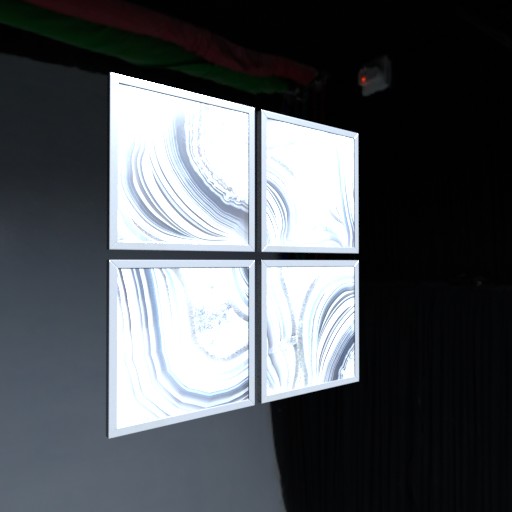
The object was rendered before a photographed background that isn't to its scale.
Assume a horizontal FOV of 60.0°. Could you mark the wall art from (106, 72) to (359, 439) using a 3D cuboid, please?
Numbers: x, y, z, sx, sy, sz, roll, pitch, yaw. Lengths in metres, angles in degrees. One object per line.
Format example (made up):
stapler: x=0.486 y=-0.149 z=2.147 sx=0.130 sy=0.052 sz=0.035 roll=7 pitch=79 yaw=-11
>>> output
wall art: x=0.000 y=0.000 z=1.688 sx=1.118 sy=1.118 sz=0.029 roll=1 pitch=-1 yaw=-35
